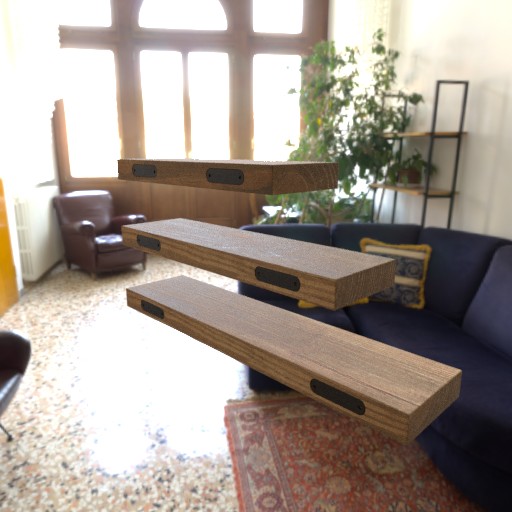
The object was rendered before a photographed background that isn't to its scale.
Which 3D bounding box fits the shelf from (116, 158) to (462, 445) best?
[{"bbox_3d":[0.000,0.000,0.703,0.140,0.293,0.610,-13,19,-43],"label":"shelf"}]
